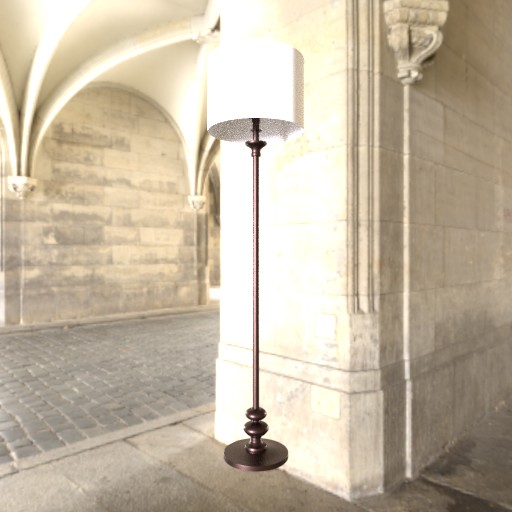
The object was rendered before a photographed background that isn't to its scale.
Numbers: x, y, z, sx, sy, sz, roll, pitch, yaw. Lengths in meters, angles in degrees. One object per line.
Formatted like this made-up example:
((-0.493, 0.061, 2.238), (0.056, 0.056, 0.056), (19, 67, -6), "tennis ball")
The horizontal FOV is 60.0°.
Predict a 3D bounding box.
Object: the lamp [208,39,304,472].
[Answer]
((0.000, 0.000, 1.647), (0.356, 1.487, 0.356), (0, 0, -1), "lamp")
